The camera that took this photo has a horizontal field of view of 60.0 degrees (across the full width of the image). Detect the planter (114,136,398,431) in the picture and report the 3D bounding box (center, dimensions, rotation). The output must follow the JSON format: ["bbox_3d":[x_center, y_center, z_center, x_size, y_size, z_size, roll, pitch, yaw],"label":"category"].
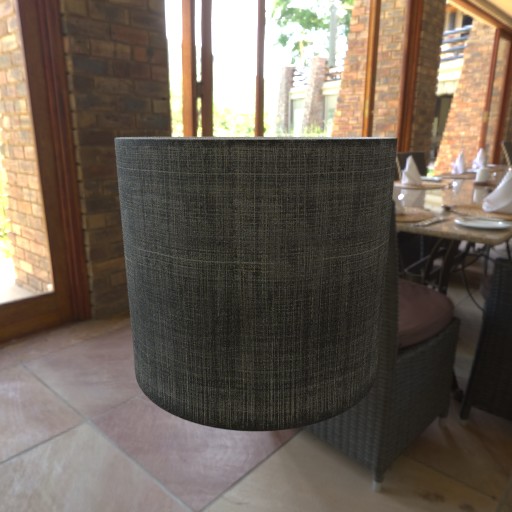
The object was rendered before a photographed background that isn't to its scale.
[{"bbox_3d":[0.000,0.000,0.388,0.221,0.201,0.221,0,15,0],"label":"planter"}]
